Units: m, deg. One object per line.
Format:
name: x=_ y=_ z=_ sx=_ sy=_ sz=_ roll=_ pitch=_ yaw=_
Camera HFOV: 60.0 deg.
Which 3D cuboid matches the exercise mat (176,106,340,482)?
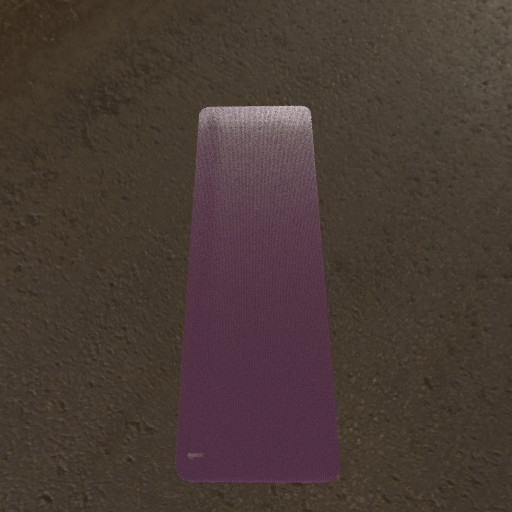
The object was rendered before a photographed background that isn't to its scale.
exercise mat: x=0.000 y=0.000 z=2.053 sx=0.616 sy=0.021 sz=1.869 roll=0 pitch=63 yaw=0
